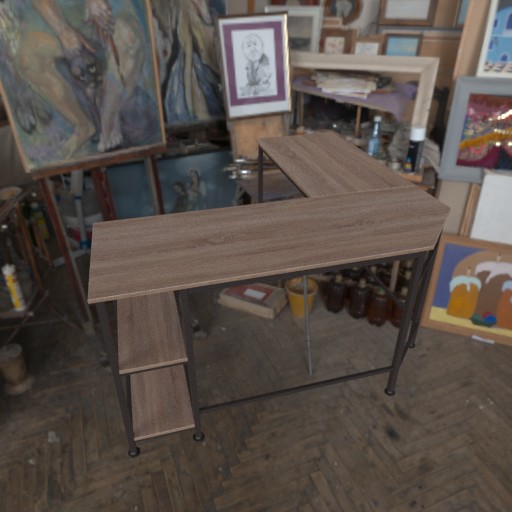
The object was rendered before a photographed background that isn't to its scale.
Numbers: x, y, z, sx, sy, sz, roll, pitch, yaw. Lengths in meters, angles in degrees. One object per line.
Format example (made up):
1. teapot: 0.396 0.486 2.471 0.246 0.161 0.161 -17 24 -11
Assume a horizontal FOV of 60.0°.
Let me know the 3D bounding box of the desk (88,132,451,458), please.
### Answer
1. desk: 0.000 0.000 2.175 1.379 0.739 1.379 -8 32 -13
